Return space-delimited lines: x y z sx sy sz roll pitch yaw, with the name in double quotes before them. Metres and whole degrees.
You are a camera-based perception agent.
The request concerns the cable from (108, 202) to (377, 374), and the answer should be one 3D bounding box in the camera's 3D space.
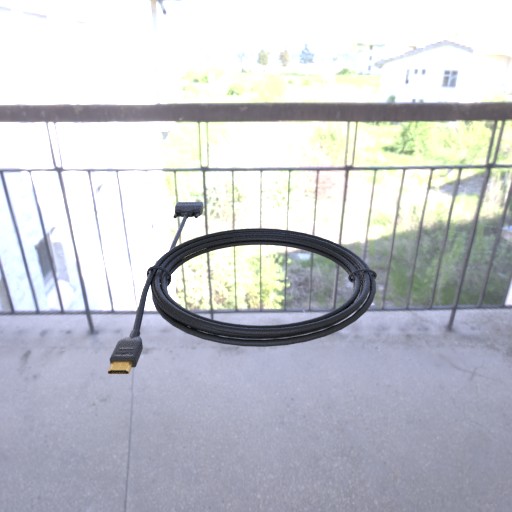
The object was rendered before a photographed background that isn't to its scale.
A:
"cable" 0.000 0.000 0.525 0.257 0.030 0.422 0 25 0
